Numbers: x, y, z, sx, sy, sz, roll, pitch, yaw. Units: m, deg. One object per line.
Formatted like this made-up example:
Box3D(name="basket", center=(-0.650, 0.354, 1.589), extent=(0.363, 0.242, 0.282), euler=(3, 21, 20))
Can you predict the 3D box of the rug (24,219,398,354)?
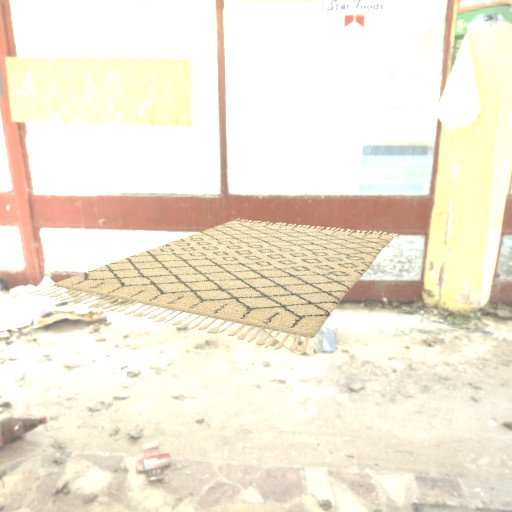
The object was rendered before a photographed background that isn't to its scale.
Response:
Box3D(name="rug", center=(0.000, 0.000, 3.278), extent=(1.664, 0.029, 2.615), euler=(7, 17, 25))
